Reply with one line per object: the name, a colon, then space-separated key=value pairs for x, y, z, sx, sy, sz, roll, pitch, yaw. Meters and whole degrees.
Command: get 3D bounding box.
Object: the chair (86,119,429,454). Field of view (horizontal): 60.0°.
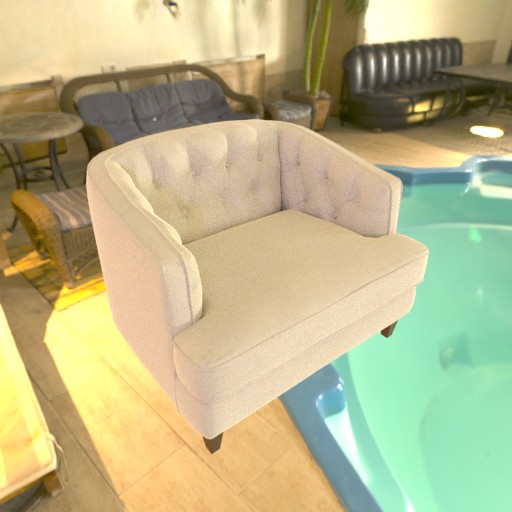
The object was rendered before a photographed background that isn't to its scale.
chair: x=0.000 y=0.000 z=1.782 sx=1.104 sy=0.852 sz=0.941 roll=-22 pitch=37 yaw=-32
